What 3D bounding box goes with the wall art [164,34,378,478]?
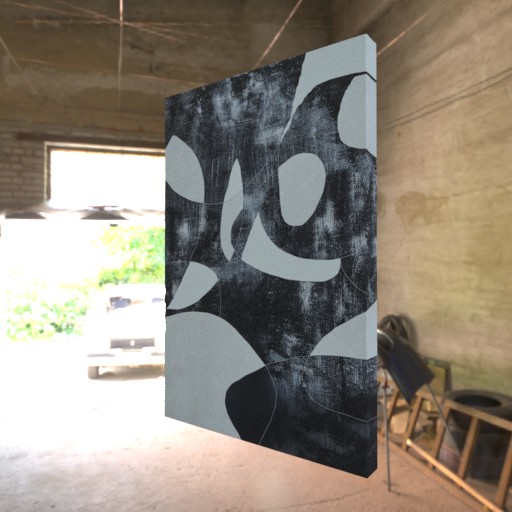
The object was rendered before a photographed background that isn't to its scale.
[{"bbox_3d":[0.000,0.000,0.743,0.407,0.610,0.039,0,-1,37],"label":"wall art"}]
